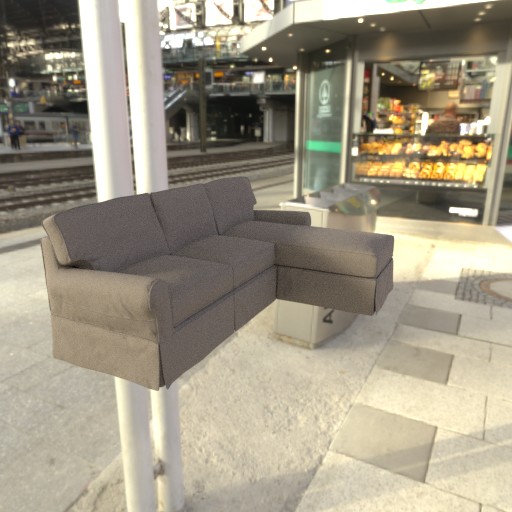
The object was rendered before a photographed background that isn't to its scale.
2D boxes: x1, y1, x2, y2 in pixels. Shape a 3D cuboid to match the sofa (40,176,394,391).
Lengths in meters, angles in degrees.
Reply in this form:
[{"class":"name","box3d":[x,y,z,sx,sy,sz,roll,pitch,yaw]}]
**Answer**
[{"class":"sofa","box3d":[0.000,0.000,3.382,1.733,0.978,2.475,8,18,26]}]
